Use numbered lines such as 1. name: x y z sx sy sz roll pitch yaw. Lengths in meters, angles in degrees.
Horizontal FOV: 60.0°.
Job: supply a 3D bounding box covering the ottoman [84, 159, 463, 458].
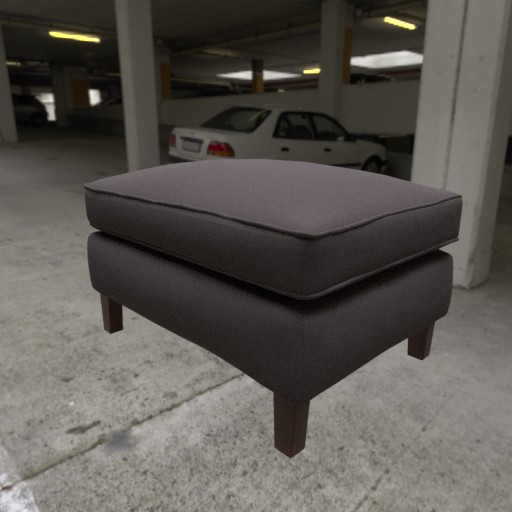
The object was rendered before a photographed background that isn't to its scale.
1. ottoman: 0.000 0.000 0.958 0.508 0.406 0.686 -15 22 -42
